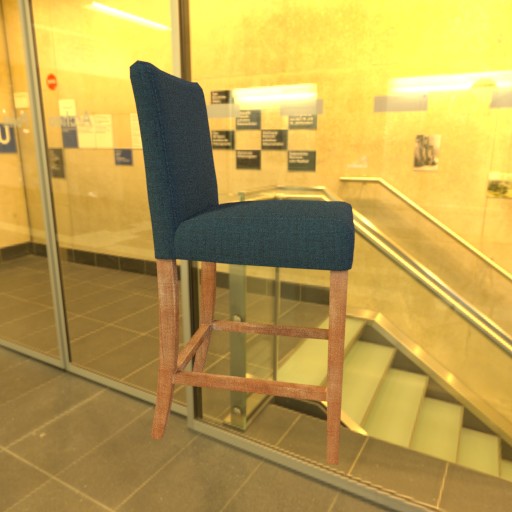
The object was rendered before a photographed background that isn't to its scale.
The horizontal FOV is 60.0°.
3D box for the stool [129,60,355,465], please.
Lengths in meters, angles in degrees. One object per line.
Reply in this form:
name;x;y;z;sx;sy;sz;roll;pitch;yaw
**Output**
stool;0.000;0.000;1.329;0.567;1.039;0.454;3;14;10
